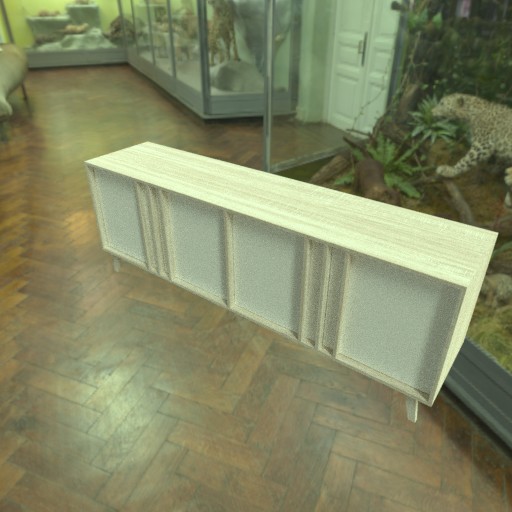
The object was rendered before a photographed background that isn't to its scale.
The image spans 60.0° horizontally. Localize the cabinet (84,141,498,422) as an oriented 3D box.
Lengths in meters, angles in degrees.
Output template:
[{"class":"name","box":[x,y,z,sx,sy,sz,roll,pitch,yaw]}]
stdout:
[{"class":"cabinet","box":[0.000,0.000,2.478,2.200,0.780,0.500,21,37,31]}]
